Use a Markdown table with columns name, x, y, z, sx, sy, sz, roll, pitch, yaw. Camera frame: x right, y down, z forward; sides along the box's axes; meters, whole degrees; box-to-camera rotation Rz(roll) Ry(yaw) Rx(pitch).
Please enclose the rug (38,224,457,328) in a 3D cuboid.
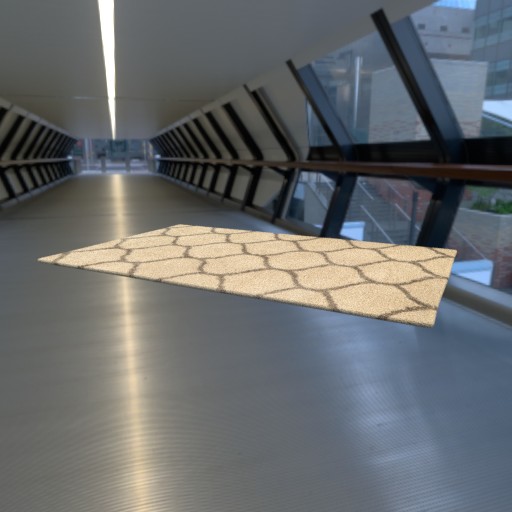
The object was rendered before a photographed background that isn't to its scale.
| name | x | y | z | sx | sy | sz | roll | pitch | yaw |
| --- | --- | --- | --- | --- | --- | --- | --- | --- | --- |
| rug | 0.000 | 0.000 | 2.925 | 2.348 | 0.024 | 1.501 | 7 | 15 | 26 |
